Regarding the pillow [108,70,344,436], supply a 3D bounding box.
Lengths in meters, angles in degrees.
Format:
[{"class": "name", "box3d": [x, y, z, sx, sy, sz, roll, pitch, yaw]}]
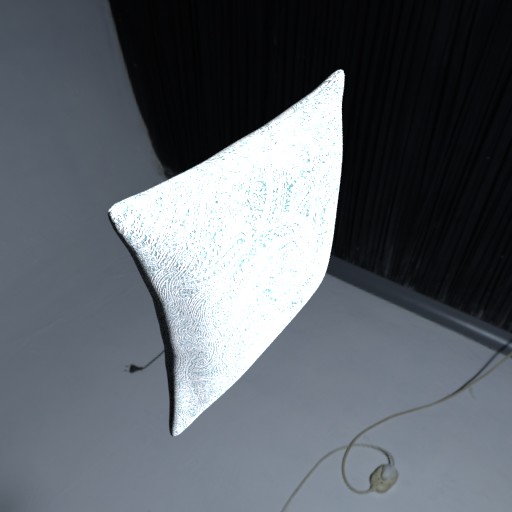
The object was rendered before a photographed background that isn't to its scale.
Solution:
[{"class": "pillow", "box3d": [0.000, 0.000, 0.798, 0.166, 0.507, 0.526, 27, 49, 26]}]
